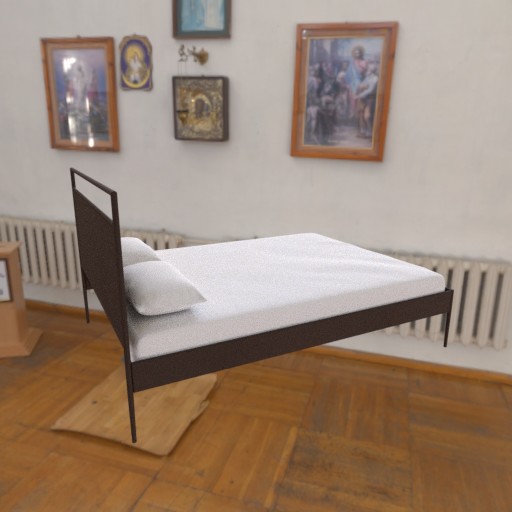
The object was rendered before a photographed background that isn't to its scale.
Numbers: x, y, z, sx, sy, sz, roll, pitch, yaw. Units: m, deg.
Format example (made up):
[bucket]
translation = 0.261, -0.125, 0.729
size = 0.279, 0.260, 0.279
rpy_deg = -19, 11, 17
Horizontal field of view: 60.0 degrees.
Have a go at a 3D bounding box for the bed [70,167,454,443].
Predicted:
[bed]
translation = 0.000, 0.000, 3.057
size = 2.122, 1.173, 1.572
rpy_deg = -8, 17, -27
